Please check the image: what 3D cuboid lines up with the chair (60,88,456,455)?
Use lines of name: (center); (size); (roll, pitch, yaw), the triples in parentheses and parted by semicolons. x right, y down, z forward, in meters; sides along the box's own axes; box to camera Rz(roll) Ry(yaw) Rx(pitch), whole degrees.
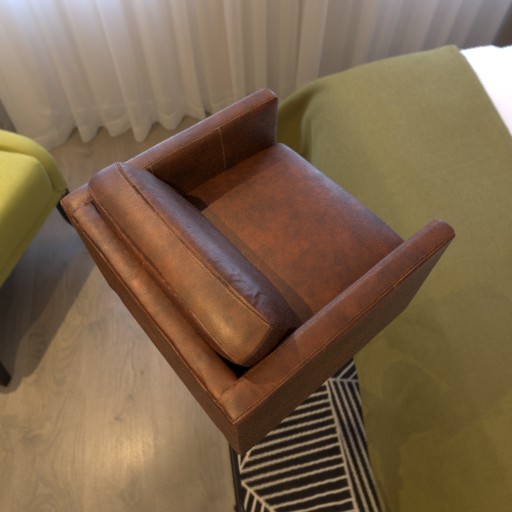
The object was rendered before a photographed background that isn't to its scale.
chair: (0.000, 0.000, 1.729); (0.975, 0.864, 0.990); (-35, 64, -20)
